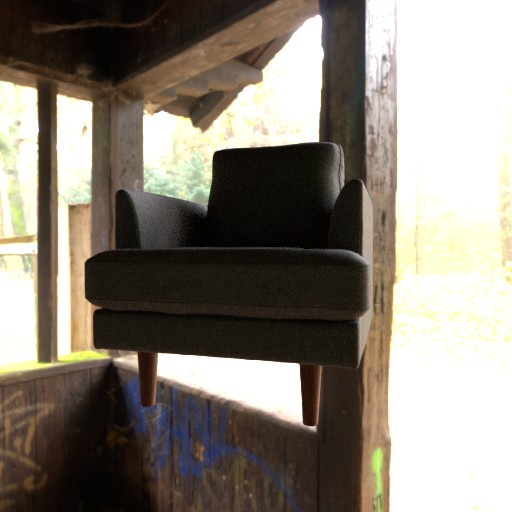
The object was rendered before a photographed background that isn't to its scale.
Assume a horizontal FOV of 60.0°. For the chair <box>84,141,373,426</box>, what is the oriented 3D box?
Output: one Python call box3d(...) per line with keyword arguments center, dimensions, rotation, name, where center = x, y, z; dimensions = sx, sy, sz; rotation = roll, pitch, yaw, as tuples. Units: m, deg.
box3d(center=(0.000, 0.000, 1.648), dimensions=(0.858, 0.957, 0.899), rotation=(0, 1, 17), name="chair")
